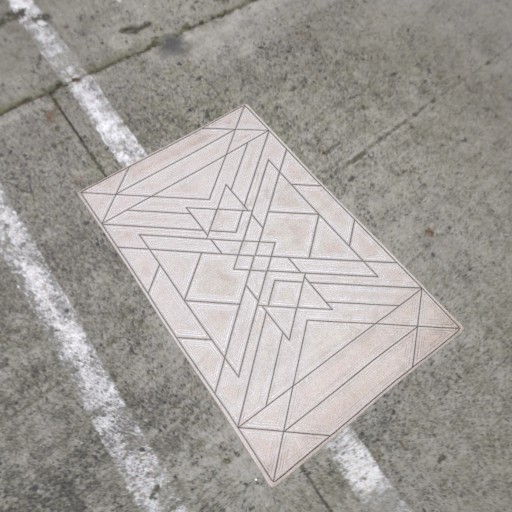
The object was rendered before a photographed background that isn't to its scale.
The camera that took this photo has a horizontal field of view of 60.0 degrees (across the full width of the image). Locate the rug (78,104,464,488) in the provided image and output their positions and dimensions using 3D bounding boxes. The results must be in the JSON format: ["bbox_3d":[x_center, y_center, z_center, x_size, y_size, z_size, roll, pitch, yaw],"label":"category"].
[{"bbox_3d":[0.000,0.000,3.119,1.575,0.023,2.459,-33,68,-15],"label":"rug"}]
